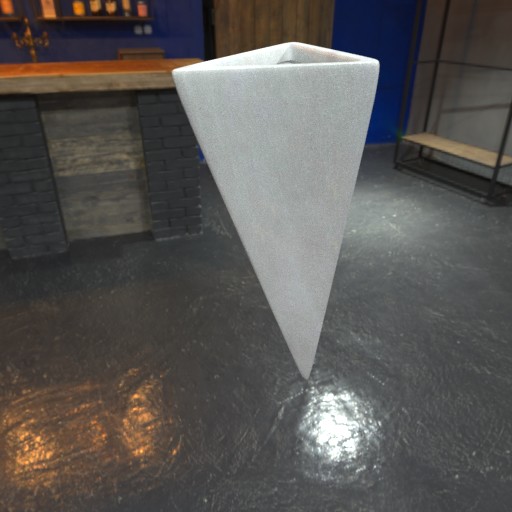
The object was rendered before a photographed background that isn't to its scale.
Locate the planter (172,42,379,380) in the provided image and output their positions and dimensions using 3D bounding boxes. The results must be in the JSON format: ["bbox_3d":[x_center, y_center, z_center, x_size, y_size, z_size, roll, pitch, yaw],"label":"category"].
[{"bbox_3d":[0.000,0.000,0.154,0.047,0.130,0.058,-8,31,-14],"label":"planter"}]
